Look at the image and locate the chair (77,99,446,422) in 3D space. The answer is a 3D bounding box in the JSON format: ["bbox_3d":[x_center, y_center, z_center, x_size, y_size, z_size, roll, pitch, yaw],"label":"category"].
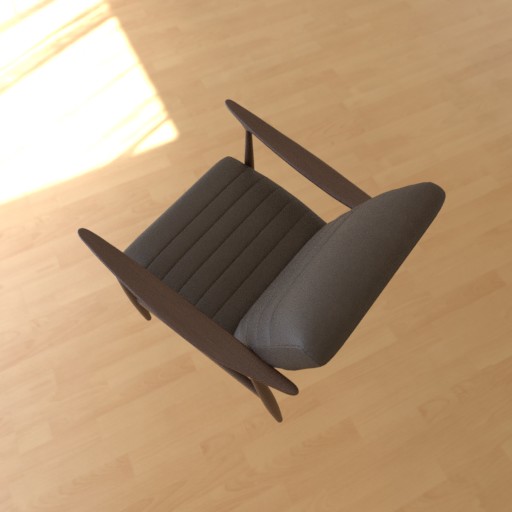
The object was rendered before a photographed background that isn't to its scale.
[{"bbox_3d":[0.000,0.000,1.463,0.798,0.831,0.741,35,68,17],"label":"chair"}]
